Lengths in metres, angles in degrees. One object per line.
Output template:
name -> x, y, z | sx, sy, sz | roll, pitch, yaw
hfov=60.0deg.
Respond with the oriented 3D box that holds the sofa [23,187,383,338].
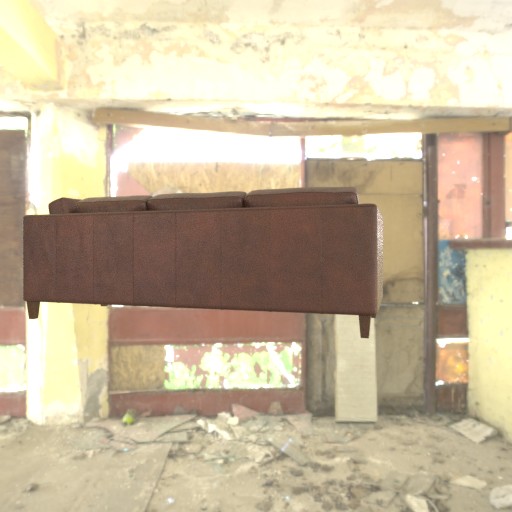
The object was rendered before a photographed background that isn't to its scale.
sofa -> 0.000, 0.000, 4.364 | 2.452, 0.891, 3.324 | 0, 0, 18
